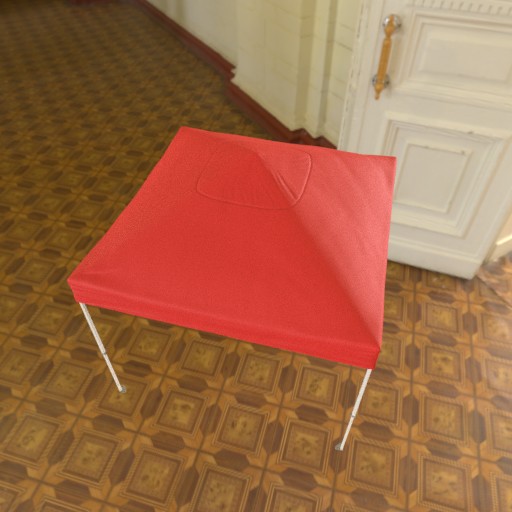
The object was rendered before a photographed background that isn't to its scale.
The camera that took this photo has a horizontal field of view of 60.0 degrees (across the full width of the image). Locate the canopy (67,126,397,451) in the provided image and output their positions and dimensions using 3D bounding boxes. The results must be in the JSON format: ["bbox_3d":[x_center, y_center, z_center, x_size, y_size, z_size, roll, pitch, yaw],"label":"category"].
[{"bbox_3d":[0.000,0.000,5.520,2.998,2.997,2.996,11,47,10],"label":"canopy"}]
